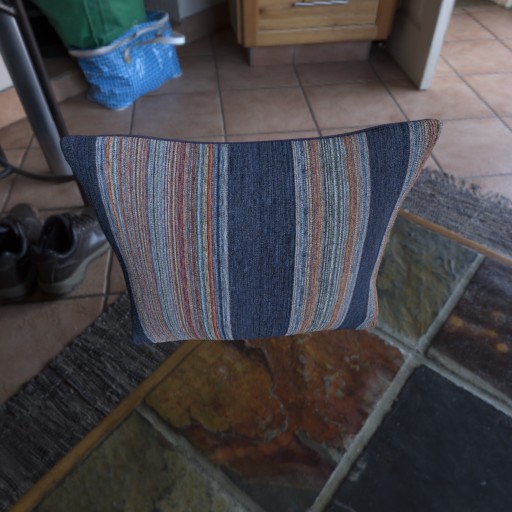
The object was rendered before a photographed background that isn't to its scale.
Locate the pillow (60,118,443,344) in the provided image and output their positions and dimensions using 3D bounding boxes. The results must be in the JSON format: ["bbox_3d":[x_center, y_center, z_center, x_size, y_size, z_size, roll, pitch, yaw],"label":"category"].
[{"bbox_3d":[0.000,0.000,0.643,0.437,0.419,0.136,-3,47,-3],"label":"pillow"}]
